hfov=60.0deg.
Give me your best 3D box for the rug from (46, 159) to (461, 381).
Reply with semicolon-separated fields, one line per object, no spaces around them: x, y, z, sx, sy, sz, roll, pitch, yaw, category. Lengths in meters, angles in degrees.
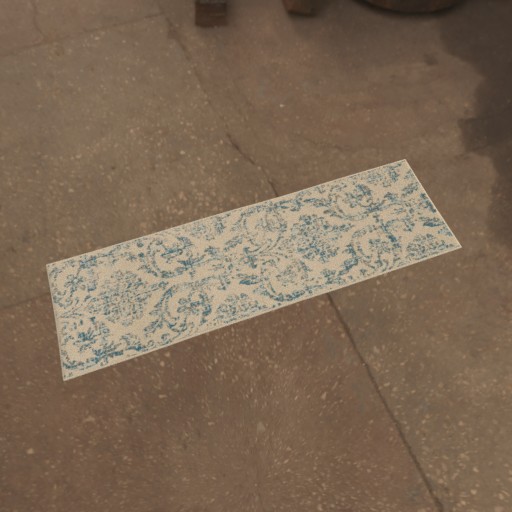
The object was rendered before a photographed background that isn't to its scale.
0.000;0.000;2.439;2.196;0.011;0.662;-17;64;-9;rug
